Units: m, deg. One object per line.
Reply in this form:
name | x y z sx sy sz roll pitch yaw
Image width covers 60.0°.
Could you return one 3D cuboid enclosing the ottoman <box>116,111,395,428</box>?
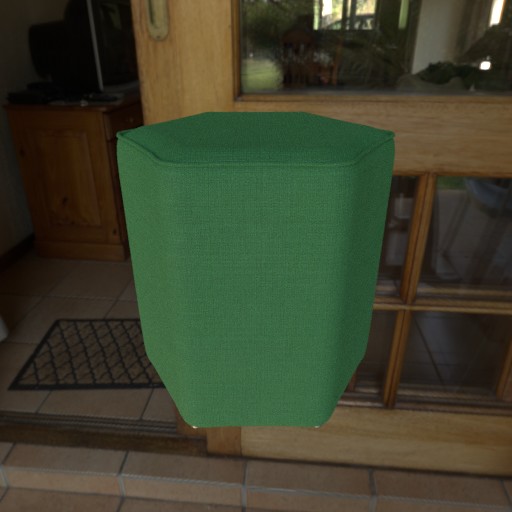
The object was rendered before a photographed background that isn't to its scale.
ottoman | 0.000 0.000 0.888 0.499 0.507 0.444 0 26 0
